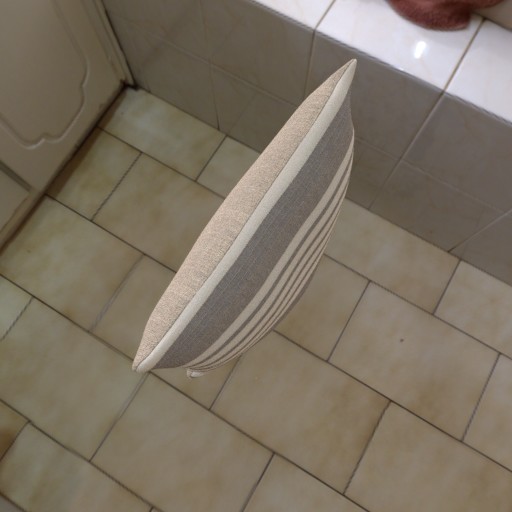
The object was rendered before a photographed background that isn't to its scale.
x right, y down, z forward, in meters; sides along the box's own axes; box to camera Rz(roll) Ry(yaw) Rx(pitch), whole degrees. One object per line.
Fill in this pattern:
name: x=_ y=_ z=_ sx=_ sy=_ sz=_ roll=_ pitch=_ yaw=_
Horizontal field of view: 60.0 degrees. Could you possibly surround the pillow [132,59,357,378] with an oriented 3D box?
pillow: x=0.000 y=0.000 z=0.677 sx=0.182 sy=0.440 sz=0.439 roll=32 pitch=77 yaw=8
